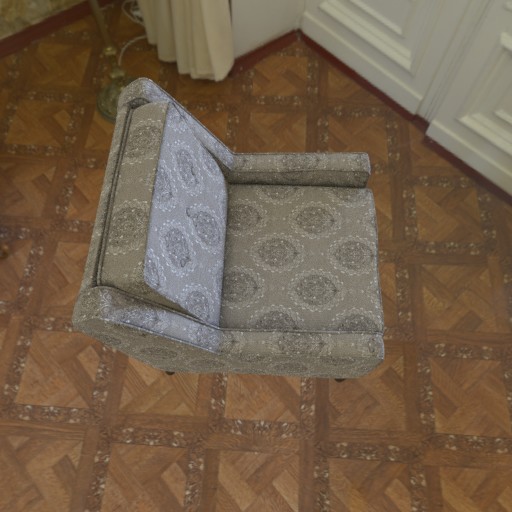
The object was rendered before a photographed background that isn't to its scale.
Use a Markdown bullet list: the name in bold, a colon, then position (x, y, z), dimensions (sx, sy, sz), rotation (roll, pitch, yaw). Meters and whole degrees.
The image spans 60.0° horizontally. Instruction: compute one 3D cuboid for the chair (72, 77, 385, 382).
- **chair**: position (0.000, 0.000, 1.348), dimensions (0.750, 0.797, 0.665), rotation (2, 66, 1)
